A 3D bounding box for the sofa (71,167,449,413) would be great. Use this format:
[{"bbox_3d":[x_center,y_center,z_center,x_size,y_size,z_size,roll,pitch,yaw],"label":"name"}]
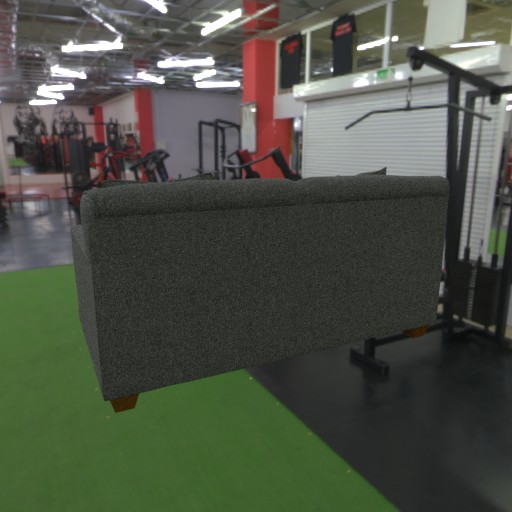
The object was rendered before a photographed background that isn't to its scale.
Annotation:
[{"bbox_3d":[0.000,0.000,2.468,1.846,0.958,0.998,-7,15,-26],"label":"sofa"}]
